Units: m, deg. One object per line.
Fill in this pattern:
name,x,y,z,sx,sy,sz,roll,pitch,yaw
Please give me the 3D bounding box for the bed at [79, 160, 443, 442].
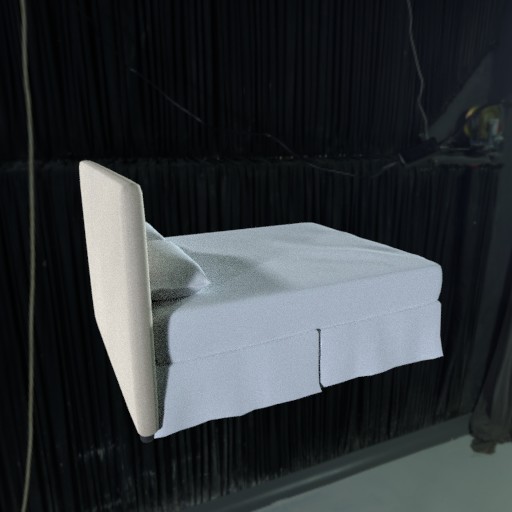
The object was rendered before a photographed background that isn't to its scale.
bed,0.000,0.000,3.191,2.142,1.330,1.723,-8,18,-25
